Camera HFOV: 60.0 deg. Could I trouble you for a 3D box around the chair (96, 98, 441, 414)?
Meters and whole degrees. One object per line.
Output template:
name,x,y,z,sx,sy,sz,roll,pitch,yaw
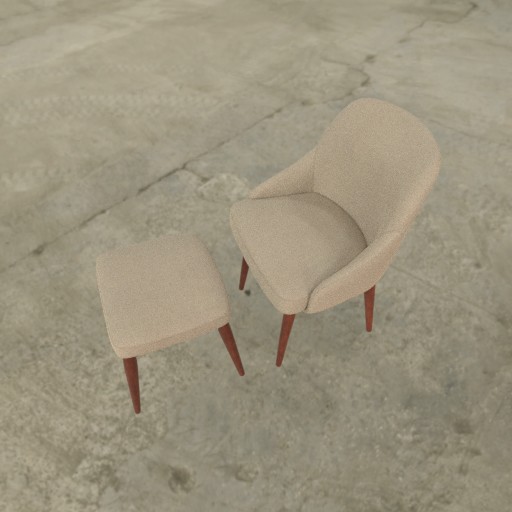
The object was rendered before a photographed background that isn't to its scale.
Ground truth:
chair,0.000,0.000,1.593,1.114,0.866,0.584,-16,48,-15
